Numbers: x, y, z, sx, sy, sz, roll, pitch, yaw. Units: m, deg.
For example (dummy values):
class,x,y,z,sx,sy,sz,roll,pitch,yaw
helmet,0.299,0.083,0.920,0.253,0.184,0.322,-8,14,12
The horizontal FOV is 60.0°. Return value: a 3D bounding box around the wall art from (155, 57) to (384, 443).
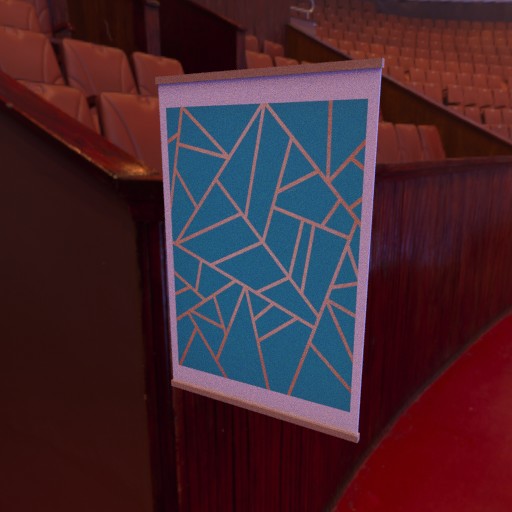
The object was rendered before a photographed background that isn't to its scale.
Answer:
class,x,y,z,sx,sy,sz,roll,pitch,yaw
wall art,0.000,0.000,1.935,0.990,1.519,0.030,7,16,27
